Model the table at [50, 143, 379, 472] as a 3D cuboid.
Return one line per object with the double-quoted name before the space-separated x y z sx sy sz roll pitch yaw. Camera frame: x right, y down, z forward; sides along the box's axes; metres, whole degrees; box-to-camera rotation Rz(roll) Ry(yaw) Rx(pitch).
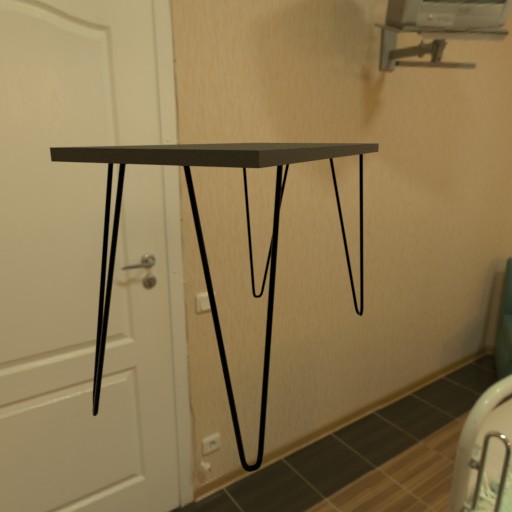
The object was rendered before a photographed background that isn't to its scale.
"table" 0.000 0.000 1.359 0.499 0.660 0.991 7 17 25
